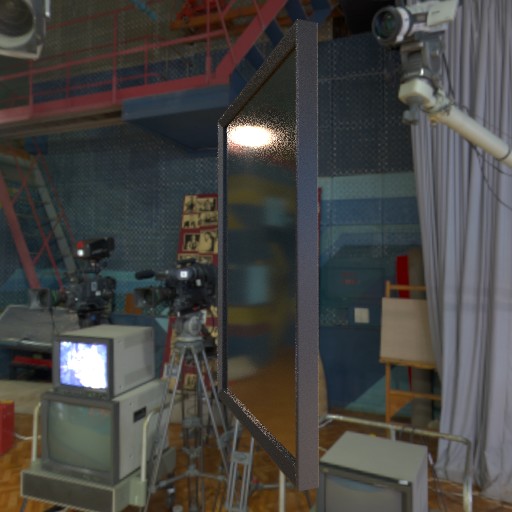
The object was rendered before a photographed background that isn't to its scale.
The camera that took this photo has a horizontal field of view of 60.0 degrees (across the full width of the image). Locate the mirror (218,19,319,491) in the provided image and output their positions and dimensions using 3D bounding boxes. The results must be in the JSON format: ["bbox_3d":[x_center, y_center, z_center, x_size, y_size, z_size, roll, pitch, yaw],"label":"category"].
[{"bbox_3d":[0.000,0.000,0.912,0.039,0.710,0.507,0,-1,-19],"label":"mirror"}]
